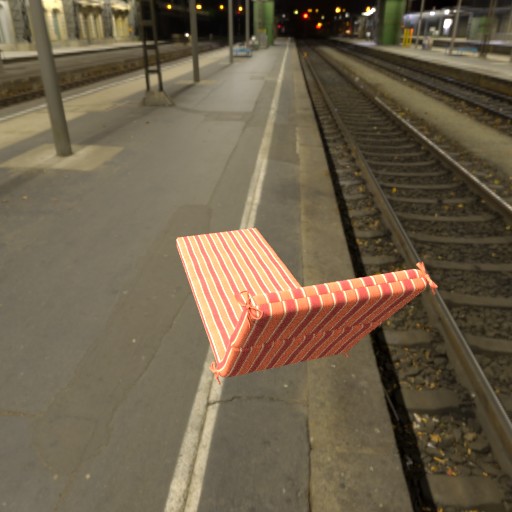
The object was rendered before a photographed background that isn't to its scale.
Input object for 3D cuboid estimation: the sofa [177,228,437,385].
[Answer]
[{"bbox_3d":[0.000,0.000,1.967,0.582,0.622,1.663,-8,28,-15],"label":"sofa"}]
